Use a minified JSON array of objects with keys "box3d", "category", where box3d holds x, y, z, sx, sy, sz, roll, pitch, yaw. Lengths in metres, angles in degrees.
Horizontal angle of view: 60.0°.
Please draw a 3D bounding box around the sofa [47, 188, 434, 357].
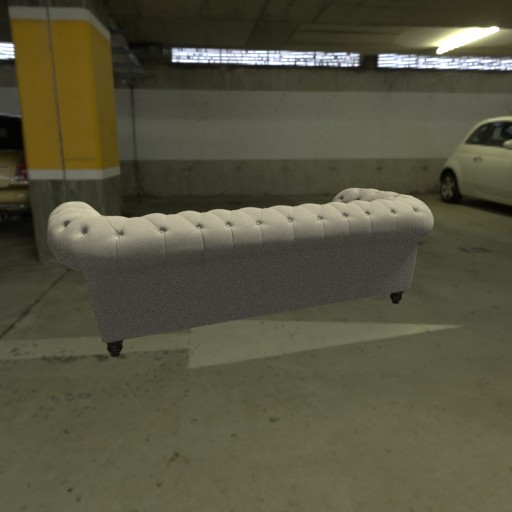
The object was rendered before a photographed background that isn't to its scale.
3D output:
[{"box3d":[0.000,0.000,2.864,2.411,0.749,0.991,-6,15,-24],"category":"sofa"}]
